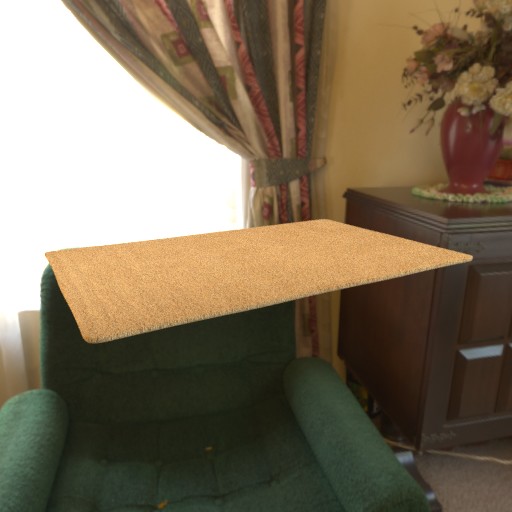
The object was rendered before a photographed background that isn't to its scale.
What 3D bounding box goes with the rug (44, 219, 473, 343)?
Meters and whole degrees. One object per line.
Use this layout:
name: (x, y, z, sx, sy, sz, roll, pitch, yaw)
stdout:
rug: (0.000, 0.000, 2.856, 2.349, 0.025, 1.500, -9, 18, -29)
